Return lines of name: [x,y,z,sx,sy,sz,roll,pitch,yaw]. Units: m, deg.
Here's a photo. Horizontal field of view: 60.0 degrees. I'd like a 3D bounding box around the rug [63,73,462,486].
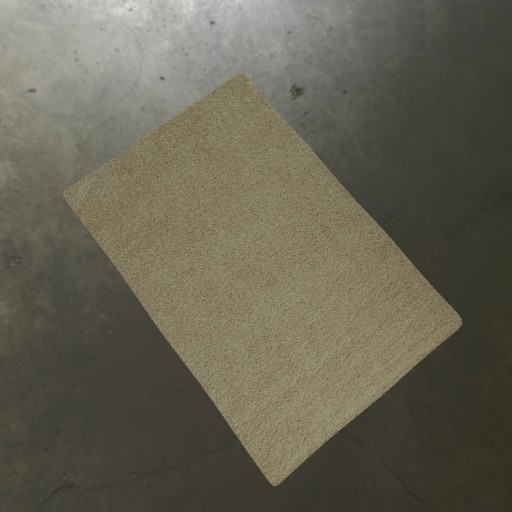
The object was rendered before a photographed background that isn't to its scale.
rug: [0.000,0.000,3.382,1.801,0.024,2.700,-37,79,-8]
